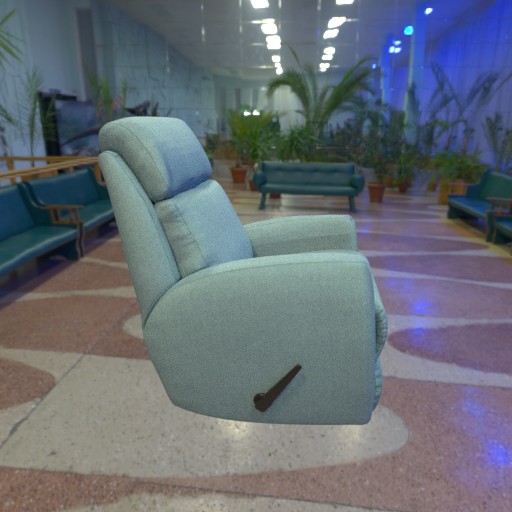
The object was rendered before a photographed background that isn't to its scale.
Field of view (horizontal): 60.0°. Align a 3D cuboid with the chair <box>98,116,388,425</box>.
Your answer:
[{"bbox_3d":[0.000,0.000,1.690,0.940,1.013,0.812,2,17,8],"label":"chair"}]
